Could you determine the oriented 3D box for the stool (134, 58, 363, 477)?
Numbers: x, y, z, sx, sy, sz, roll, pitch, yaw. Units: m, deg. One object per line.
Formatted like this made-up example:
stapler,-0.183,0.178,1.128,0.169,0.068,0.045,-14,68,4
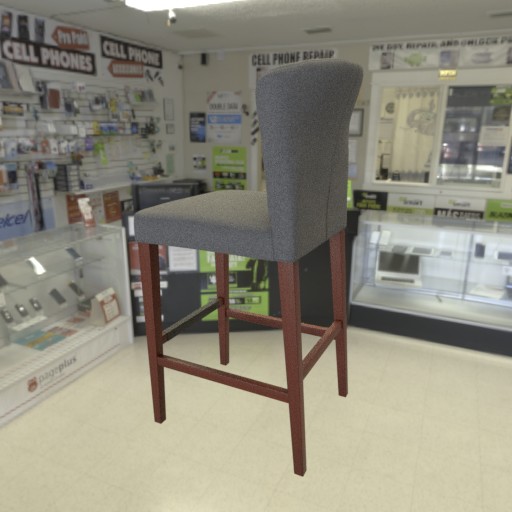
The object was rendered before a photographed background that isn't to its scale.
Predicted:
stool,0.000,0.000,1.354,0.568,1.069,0.481,8,18,26
